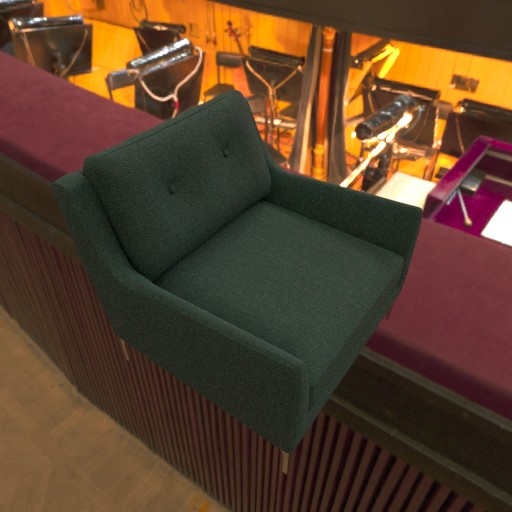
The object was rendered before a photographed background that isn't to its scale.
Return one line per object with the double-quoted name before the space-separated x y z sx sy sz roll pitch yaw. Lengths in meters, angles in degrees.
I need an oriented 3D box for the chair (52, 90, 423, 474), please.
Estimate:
"chair" 0.000 0.000 1.527 0.849 0.828 0.847 25 47 27
